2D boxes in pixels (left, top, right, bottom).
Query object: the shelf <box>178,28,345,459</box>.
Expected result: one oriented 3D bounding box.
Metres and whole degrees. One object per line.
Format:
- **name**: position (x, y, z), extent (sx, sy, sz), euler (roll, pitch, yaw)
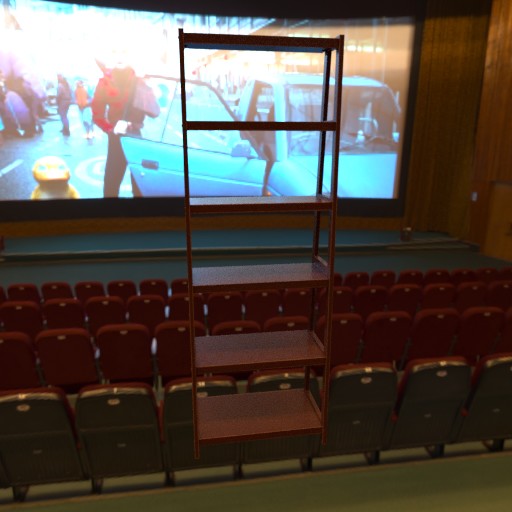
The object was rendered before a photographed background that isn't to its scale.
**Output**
- **shelf**: position (0.000, 0.000, 2.134), extent (0.660, 1.892, 0.381), euler (-2, 14, -9)
